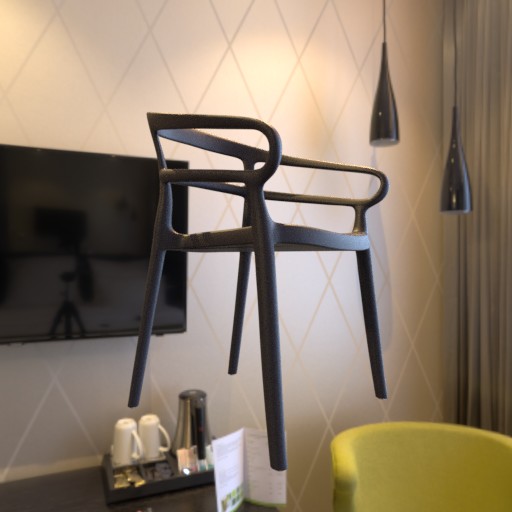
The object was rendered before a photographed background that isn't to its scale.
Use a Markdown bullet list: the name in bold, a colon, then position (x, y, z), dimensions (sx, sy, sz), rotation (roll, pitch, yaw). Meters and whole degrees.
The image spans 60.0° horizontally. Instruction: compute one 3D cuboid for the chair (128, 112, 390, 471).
- **chair**: position (0.000, 0.000, 1.126), dimensions (0.527, 0.761, 0.559), rotation (0, 0, 37)
